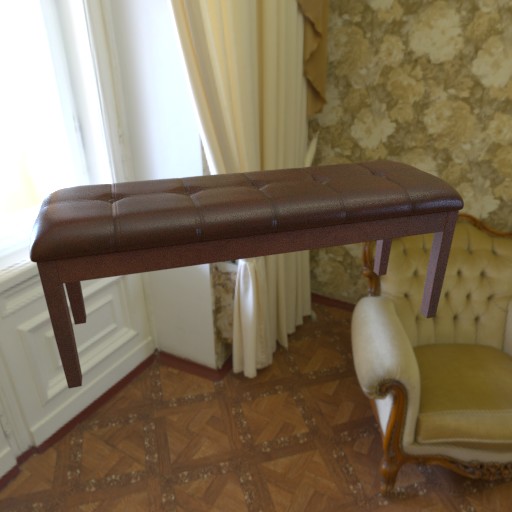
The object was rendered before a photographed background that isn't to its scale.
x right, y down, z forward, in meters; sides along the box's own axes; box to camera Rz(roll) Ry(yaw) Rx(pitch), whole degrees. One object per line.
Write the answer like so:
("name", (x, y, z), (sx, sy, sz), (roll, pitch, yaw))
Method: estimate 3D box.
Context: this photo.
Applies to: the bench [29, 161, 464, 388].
("bench", (0.000, 0.000, 1.466), (1.259, 0.491, 0.401), (-8, 28, -15))
